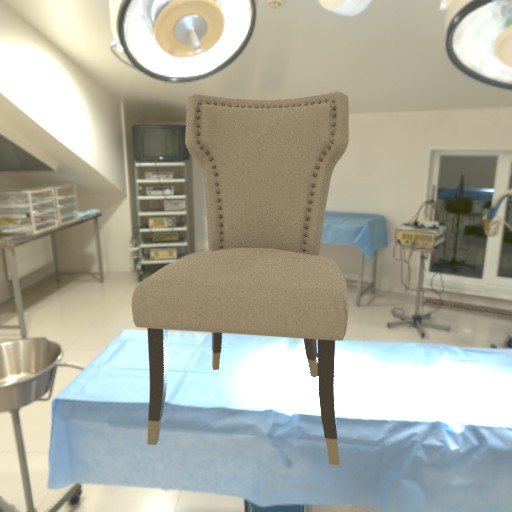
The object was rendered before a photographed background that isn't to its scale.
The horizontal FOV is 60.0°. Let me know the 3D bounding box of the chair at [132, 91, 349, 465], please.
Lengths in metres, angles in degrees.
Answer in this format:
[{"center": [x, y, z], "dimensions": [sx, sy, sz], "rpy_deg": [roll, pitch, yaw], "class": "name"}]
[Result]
[{"center": [0.000, 0.000, 1.310], "dimensions": [0.526, 0.955, 0.630], "rpy_deg": [2, 14, 9], "class": "chair"}]
